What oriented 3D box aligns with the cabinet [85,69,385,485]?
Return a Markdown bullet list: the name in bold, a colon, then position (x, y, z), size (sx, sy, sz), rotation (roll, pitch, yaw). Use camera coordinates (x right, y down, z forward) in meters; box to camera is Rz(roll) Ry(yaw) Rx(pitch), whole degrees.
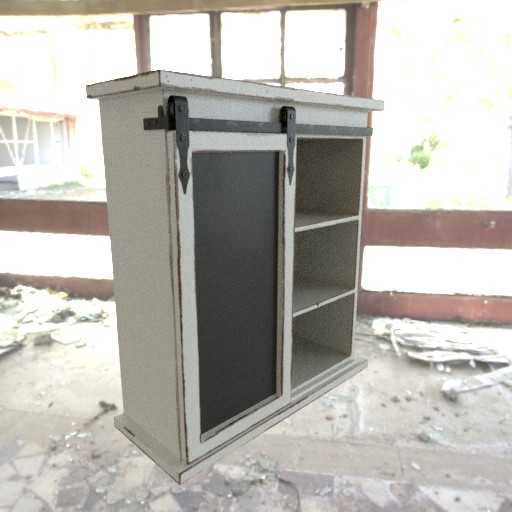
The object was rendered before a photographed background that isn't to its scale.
- **cabinet**: position (0.000, 0.000, 0.873), size (0.541, 0.603, 0.210), rotation (-13, 19, -43)
